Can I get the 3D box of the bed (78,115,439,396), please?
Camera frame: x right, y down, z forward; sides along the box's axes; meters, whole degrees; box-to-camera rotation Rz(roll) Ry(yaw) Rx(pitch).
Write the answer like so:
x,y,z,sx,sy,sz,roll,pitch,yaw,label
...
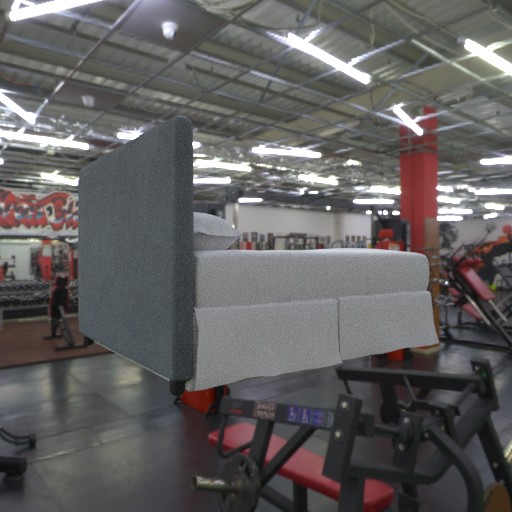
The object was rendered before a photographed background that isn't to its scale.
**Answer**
x,y,z,sx,sy,sz,roll,pitch,yaw,label
0.000,0.000,3.304,2.142,1.330,1.713,0,0,-36,bed
